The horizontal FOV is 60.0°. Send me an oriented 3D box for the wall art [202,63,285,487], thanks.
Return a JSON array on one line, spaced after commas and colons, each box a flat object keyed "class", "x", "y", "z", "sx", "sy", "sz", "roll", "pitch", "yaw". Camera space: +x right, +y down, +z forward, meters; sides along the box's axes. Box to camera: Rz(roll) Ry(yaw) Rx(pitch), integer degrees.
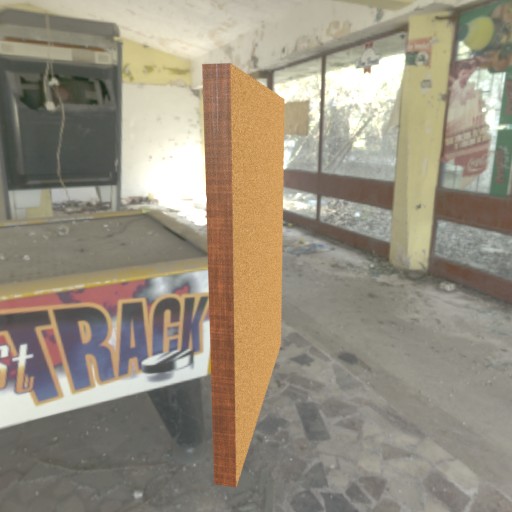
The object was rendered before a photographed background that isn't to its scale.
[{"class": "wall art", "x": 0.000, "y": 0.000, "z": 0.791, "sx": 0.033, "sy": 0.567, "sz": 0.467, "roll": 3, "pitch": 15, "yaw": 11}]
